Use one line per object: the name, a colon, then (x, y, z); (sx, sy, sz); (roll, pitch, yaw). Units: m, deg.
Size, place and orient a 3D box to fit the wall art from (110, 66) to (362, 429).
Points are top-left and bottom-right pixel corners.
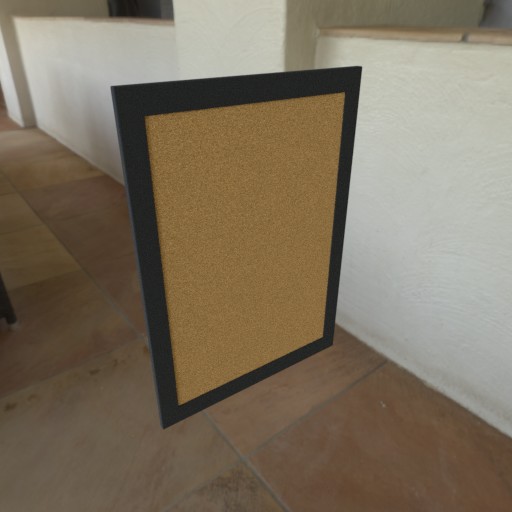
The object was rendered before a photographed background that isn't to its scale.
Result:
wall art: (0.000, 0.000, 0.694); (0.374, 0.529, 0.012); (-18, 34, -30)
